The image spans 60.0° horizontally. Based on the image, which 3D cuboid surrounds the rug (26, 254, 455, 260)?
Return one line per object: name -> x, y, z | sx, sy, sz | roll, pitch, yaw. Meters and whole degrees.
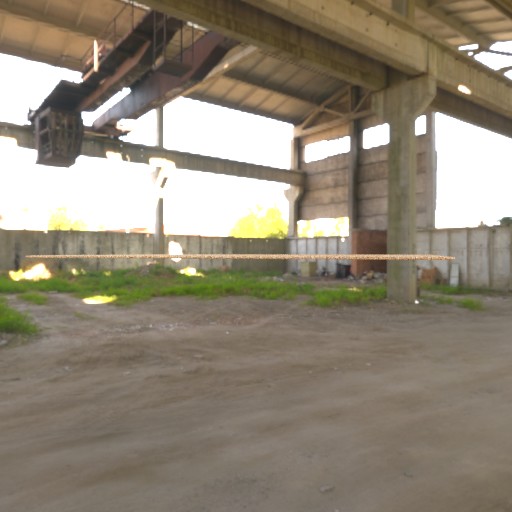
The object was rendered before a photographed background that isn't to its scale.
rug -> 0.000, 0.000, 2.755 | 2.141, 0.013, 1.566 | 0, 1, 19
